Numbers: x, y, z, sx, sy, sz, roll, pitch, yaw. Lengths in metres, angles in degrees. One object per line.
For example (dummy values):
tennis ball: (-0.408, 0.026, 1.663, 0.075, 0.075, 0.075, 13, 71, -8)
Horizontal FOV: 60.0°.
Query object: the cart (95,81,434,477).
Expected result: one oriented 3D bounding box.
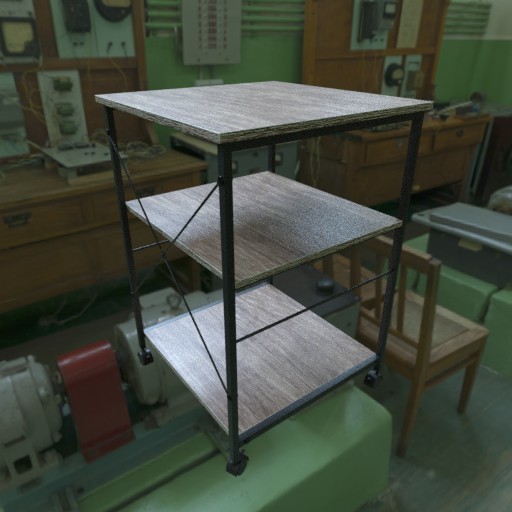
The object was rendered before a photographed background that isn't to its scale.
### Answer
cart: (0.000, 0.000, 1.127, 0.520, 0.762, 0.521, -19, 32, -32)
